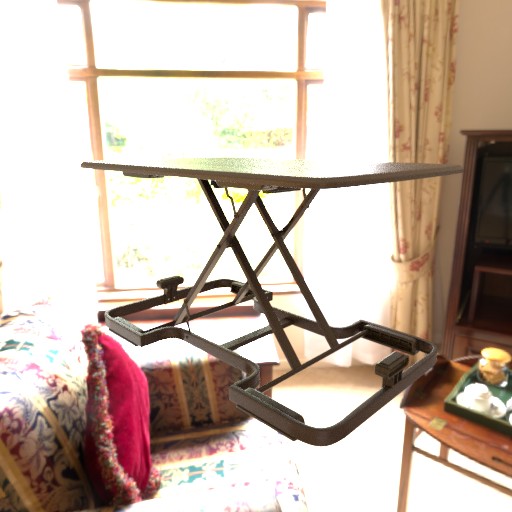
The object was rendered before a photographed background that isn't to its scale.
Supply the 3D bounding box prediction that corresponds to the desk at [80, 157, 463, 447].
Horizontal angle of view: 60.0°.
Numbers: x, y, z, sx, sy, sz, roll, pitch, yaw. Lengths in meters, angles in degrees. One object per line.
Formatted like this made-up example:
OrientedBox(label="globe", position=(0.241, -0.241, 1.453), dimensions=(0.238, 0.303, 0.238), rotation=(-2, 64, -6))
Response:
OrientedBox(label="desk", position=(0.000, 0.000, 1.140), dimensions=(0.820, 0.470, 0.546), rotation=(14, 20, 43))
